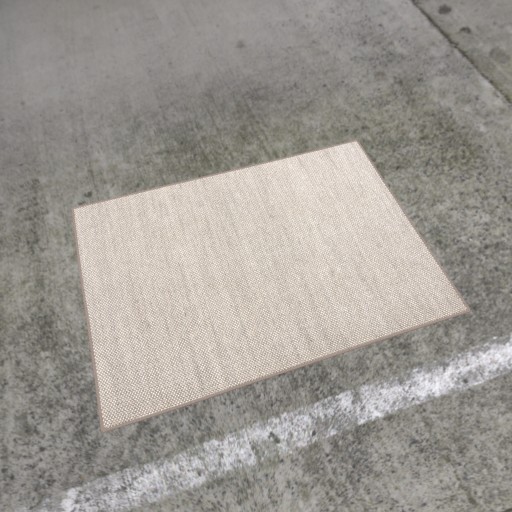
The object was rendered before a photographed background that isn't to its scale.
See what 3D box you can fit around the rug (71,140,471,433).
[{"bbox_3d":[0.000,0.000,2.761,2.115,0.013,1.517,-15,58,-10],"label":"rug"}]
